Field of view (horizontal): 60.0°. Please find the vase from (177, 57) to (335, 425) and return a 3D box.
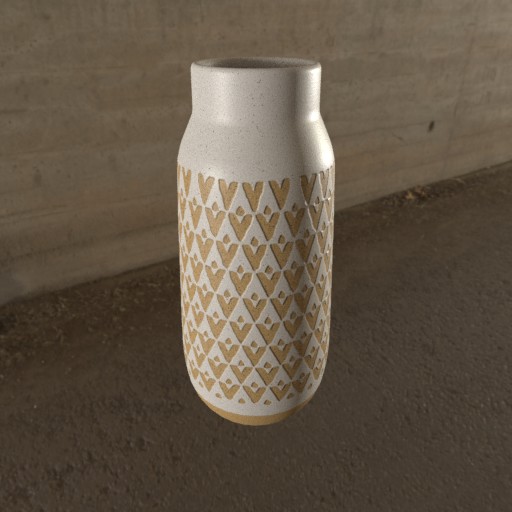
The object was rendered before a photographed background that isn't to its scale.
[{"bbox_3d":[0.000,0.000,0.381,0.137,0.307,0.137,0,29,0],"label":"vase"}]
